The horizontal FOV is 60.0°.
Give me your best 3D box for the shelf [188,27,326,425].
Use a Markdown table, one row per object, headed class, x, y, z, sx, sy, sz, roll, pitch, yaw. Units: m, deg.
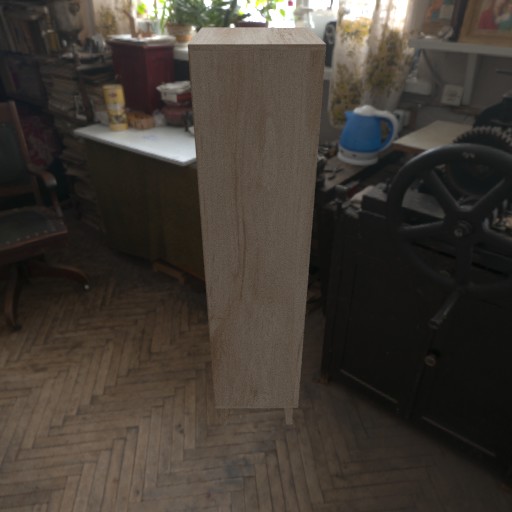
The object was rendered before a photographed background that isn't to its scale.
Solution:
| class | x | y | z | sx | sy | sz | roll | pitch | yaw |
| --- | --- | --- | --- | --- | --- | --- | --- | --- | --- |
| shelf | 0.000 | 0.000 | 2.182 | 0.450 | 1.960 | 0.510 | 0 | 33 | -1 |
